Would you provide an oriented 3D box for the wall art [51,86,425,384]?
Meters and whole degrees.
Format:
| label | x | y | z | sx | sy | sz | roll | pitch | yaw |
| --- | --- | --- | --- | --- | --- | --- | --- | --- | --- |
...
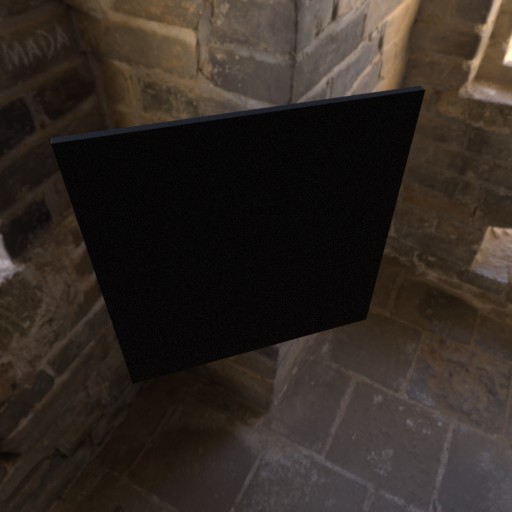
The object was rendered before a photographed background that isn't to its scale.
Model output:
| label | x | y | z | sx | sy | sz | roll | pitch | yaw |
| --- | --- | --- | --- | --- | --- | --- | --- | --- | --- |
| wall art | 0.000 | 0.000 | 0.675 | 0.456 | 0.458 | 0.013 | -13 | 44 | -14 |
